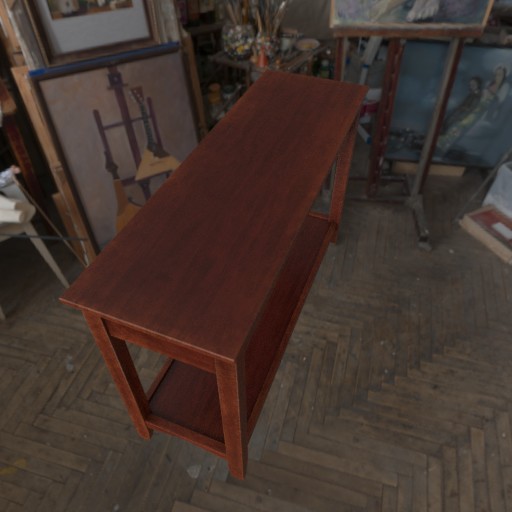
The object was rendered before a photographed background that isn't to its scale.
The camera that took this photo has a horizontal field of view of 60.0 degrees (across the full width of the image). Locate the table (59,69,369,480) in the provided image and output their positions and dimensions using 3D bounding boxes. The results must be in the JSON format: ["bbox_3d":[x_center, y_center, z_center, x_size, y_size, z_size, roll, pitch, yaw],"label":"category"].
[{"bbox_3d":[0.000,0.000,1.496,0.392,0.739,1.188,16,48,15],"label":"table"}]
